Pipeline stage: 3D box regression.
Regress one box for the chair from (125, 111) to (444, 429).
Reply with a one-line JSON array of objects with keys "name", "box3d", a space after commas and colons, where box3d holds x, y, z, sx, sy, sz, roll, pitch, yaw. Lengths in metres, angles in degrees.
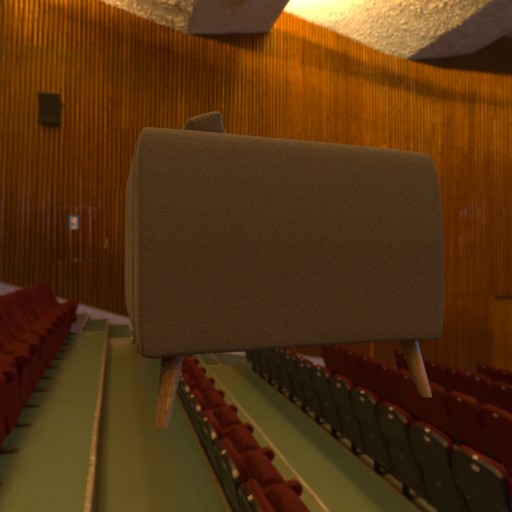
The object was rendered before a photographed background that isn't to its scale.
[{"name": "chair", "box3d": [0.000, 0.000, 1.674, 0.930, 0.860, 1.000, 0, 0, -18]}]
